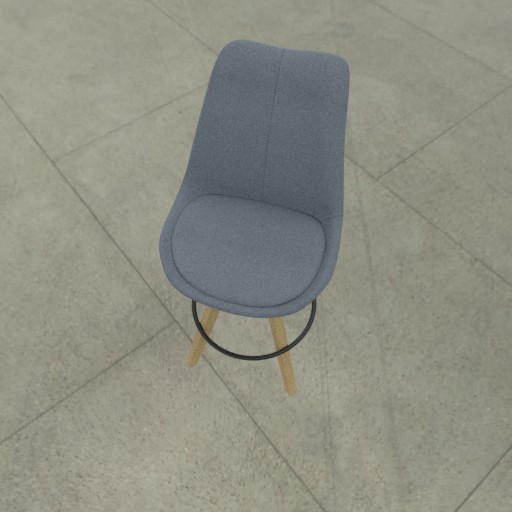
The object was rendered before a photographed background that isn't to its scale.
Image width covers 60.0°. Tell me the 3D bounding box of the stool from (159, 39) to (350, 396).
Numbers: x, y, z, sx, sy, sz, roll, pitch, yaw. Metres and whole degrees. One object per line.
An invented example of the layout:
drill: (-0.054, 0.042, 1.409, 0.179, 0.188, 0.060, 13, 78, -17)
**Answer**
stool: (0.000, 0.000, 1.404, 0.485, 1.115, 0.550, 13, 59, 8)
